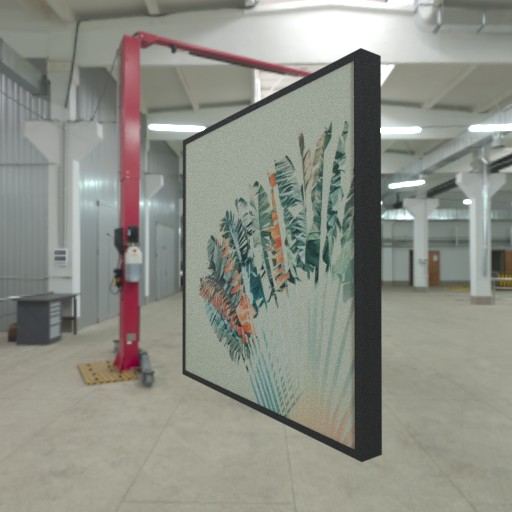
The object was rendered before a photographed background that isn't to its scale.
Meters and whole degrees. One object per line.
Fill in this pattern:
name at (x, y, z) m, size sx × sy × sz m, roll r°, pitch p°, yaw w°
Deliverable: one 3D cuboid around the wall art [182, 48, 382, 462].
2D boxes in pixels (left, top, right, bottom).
wall art at (0.000, 0.000, 0.762) m, size 0.037 × 0.507 × 0.509 m, roll 0°, pitch -1°, yaw -34°
